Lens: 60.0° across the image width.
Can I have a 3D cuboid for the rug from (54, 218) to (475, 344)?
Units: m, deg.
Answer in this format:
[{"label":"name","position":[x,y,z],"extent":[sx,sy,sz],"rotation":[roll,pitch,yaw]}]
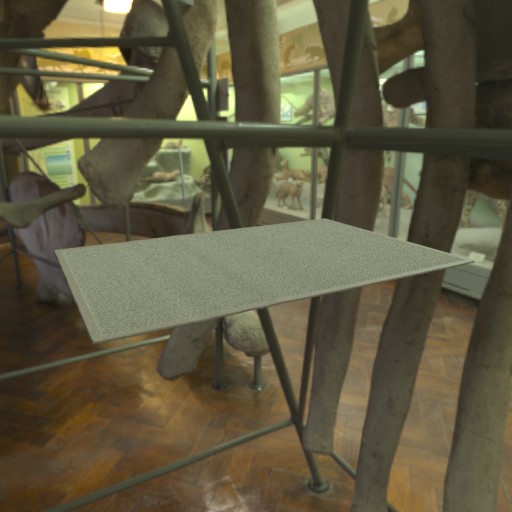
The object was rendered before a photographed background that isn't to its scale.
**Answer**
[{"label":"rug","position":[0.000,0.000,2.887],"extent":[2.290,0.021,1.540],"rotation":[-9,18,-28]}]
